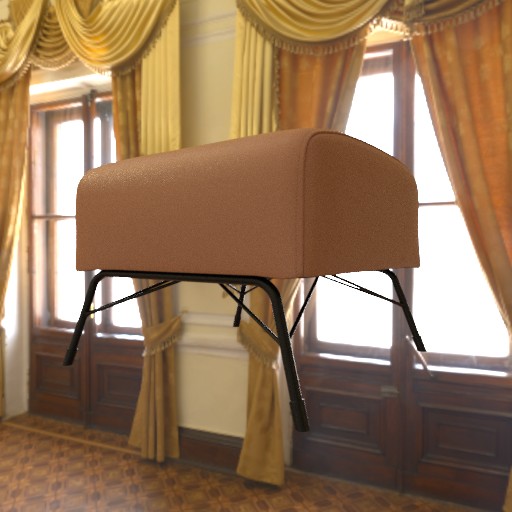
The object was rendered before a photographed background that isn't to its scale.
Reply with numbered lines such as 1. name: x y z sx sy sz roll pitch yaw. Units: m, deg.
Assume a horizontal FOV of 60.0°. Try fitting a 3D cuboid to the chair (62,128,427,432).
1. chair: 0.000 0.000 0.893 0.530 0.410 0.530 1 1 36
